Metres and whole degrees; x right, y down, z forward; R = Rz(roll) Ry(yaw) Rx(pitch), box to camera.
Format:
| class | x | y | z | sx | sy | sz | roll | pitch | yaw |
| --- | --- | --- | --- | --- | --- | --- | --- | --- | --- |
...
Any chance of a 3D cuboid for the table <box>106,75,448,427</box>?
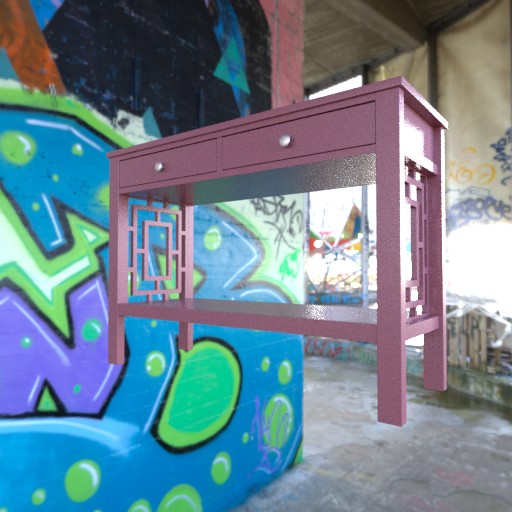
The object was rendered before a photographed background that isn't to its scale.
| class | x | y | z | sx | sy | sz | roll | pitch | yaw |
| --- | --- | --- | --- | --- | --- | --- | --- | --- | --- |
| table | 0.000 | 0.000 | 1.414 | 1.068 | 0.753 | 0.397 | -1 | -2 | 37 |
